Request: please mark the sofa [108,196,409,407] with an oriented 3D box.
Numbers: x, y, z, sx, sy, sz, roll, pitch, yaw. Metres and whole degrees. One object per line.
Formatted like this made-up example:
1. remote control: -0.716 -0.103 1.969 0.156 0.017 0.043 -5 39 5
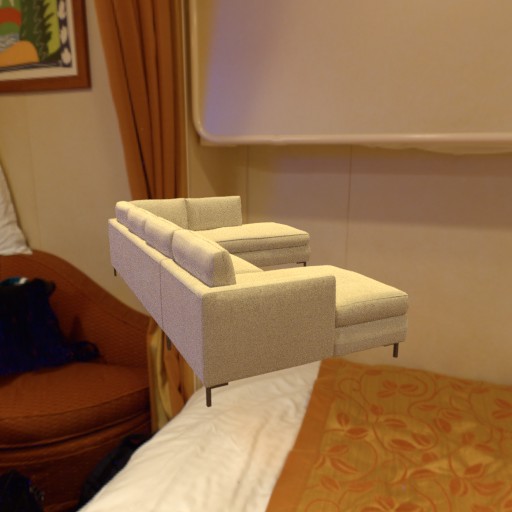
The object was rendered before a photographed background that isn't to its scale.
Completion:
1. sofa: 0.000 0.000 3.567 1.879 0.756 2.737 -6 14 -26
